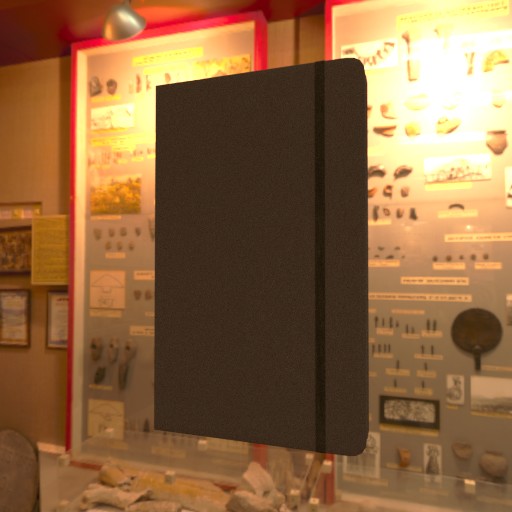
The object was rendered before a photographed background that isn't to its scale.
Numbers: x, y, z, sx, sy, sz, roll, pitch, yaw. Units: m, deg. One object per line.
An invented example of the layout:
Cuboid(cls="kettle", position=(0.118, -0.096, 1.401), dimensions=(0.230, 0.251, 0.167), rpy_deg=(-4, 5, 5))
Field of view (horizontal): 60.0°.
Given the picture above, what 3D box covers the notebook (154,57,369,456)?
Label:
Cuboid(cls="notebook", position=(0.000, 0.000, 0.260), dimensions=(0.127, 0.213, 0.016), rpy_deg=(0, -1, 19))
